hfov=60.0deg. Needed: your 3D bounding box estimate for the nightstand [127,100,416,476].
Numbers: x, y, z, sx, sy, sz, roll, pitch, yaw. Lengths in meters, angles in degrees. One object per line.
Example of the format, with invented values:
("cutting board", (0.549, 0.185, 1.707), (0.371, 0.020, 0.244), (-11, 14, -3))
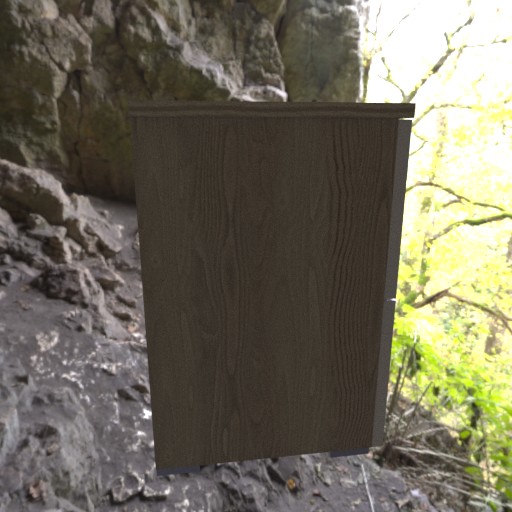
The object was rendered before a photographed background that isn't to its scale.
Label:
("nightstand", (0.000, 0.000, 0.741), (0.325, 0.461, 0.442), (-2, 16, -8))
